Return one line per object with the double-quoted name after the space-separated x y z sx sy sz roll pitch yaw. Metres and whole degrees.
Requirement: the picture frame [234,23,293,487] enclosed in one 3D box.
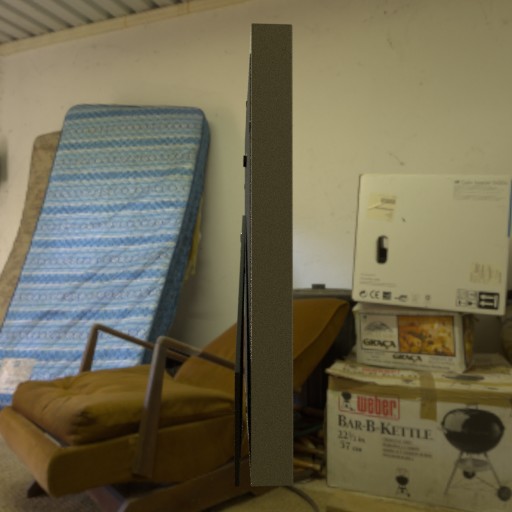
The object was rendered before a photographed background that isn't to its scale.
0.000 0.000 0.386 0.036 0.282 0.233 0 -1 -2 "picture frame"
